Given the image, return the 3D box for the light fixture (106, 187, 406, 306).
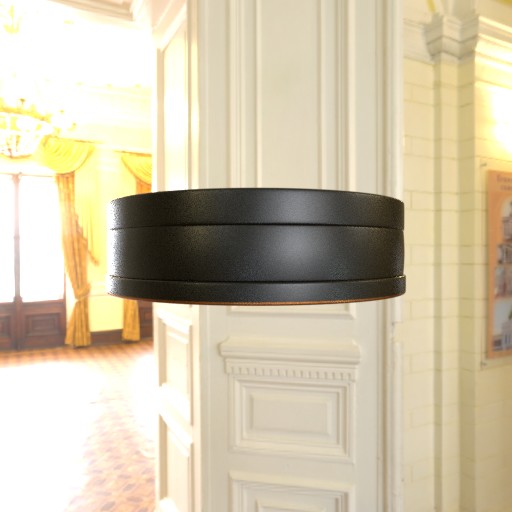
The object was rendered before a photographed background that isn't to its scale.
[{"bbox_3d":[0.000,0.000,0.442,0.283,0.097,0.283,0,1,0],"label":"light fixture"}]
